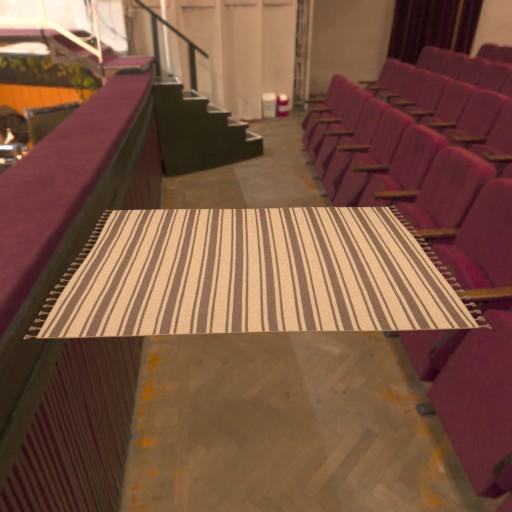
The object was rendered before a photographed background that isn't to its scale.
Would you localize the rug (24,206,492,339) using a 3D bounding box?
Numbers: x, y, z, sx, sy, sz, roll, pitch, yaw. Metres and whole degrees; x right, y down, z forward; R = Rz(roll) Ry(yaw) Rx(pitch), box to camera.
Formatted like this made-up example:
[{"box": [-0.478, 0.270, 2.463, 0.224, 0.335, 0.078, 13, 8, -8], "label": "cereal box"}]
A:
[{"box": [0.000, 0.000, 3.717, 3.040, 0.017, 2.030, -1, 29, -2], "label": "rug"}]
